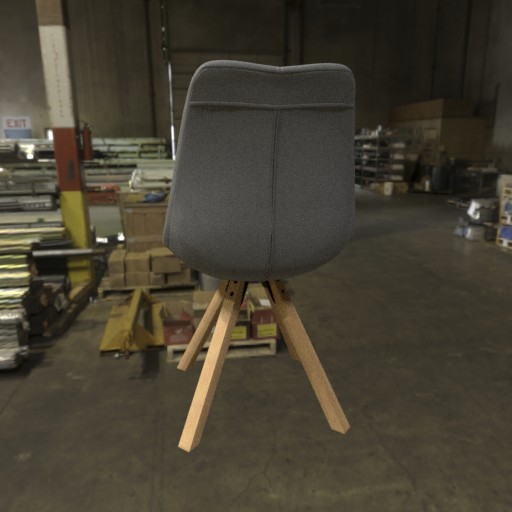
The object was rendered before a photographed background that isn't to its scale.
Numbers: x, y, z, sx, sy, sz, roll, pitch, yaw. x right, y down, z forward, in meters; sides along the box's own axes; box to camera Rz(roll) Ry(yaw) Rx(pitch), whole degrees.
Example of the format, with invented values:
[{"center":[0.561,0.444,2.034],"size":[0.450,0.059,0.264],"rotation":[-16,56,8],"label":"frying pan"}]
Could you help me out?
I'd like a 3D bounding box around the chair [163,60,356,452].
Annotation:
[{"center":[0.000,0.000,1.163],"size":[0.474,0.863,0.549],"rotation":[-2,15,-9],"label":"chair"}]
